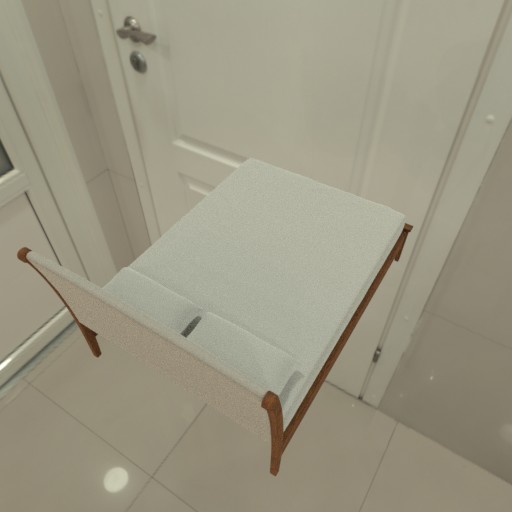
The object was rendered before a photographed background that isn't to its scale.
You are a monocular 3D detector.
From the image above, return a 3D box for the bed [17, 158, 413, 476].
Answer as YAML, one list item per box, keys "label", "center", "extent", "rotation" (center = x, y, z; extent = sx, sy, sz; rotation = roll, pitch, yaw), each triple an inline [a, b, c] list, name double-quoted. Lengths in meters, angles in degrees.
- label: "bed"
  center: [0.000, 0.000, 2.911]
  extent: [1.502, 1.135, 2.108]
  rotation: [25, 52, 21]
